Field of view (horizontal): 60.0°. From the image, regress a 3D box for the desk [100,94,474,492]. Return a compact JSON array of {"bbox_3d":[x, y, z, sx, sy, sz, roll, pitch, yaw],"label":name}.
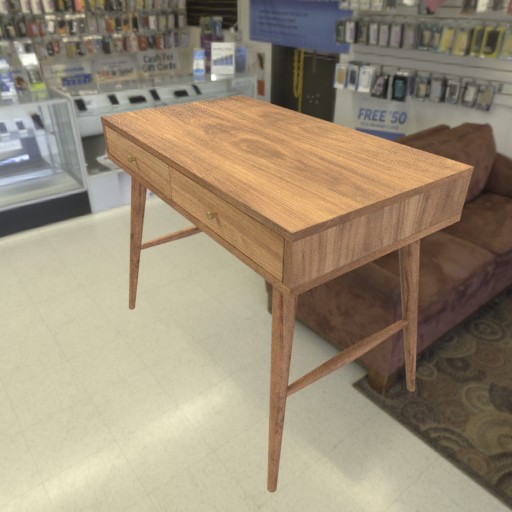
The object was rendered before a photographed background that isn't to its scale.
[{"bbox_3d":[0.000,0.000,1.407,0.588,0.758,0.949,-21,37,-30],"label":"desk"}]
